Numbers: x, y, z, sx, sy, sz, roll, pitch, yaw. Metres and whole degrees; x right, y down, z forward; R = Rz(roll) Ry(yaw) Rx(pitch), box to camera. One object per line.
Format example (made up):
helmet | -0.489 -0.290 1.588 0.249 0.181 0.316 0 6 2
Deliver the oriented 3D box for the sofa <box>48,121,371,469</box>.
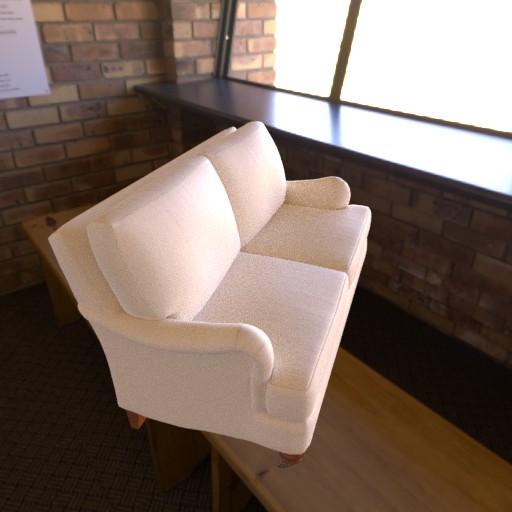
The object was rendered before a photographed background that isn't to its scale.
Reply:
sofa | 0.000 0.000 2.476 1.084 1.101 1.853 10 31 17
